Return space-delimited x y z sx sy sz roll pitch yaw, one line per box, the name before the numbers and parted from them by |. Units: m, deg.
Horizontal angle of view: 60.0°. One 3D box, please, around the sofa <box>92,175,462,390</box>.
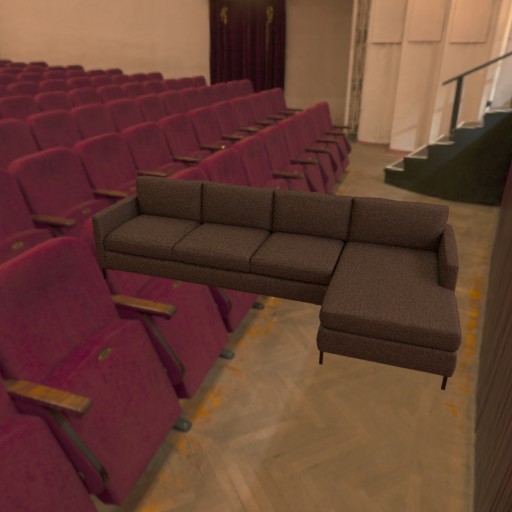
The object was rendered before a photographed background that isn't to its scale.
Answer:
sofa | 0.000 0.000 3.827 3.221 0.892 1.483 8 26 17
